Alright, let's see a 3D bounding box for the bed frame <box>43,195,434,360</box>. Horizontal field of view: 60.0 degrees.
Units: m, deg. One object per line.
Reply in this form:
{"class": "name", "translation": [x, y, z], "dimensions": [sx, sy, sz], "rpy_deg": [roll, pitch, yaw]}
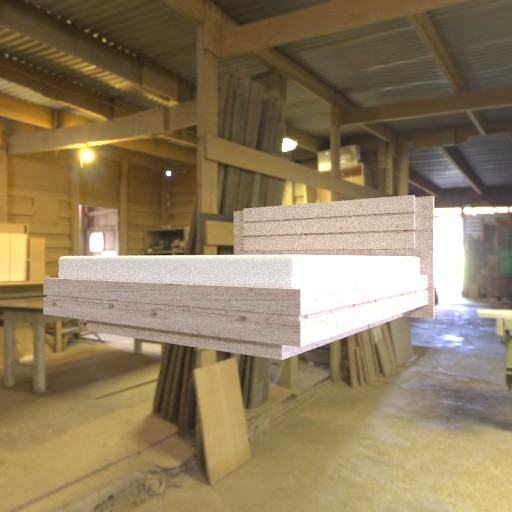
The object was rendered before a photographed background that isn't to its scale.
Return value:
{"class": "bed frame", "translation": [0.000, 0.000, 3.158], "dimensions": [1.950, 0.970, 2.080], "rpy_deg": [0, 0, 35]}
